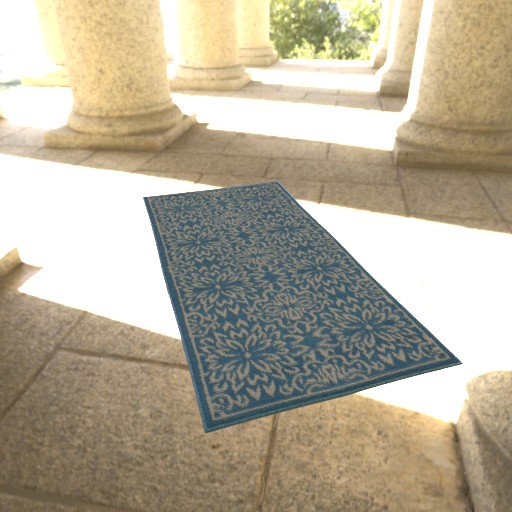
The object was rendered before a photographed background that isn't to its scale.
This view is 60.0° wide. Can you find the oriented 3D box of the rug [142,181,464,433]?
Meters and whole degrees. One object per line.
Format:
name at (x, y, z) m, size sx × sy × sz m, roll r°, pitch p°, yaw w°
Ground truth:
rug at (0.000, 0.000, 1.433) m, size 0.604 × 0.007 × 1.219 m, roll -9°, pitch 32°, yaw -15°
